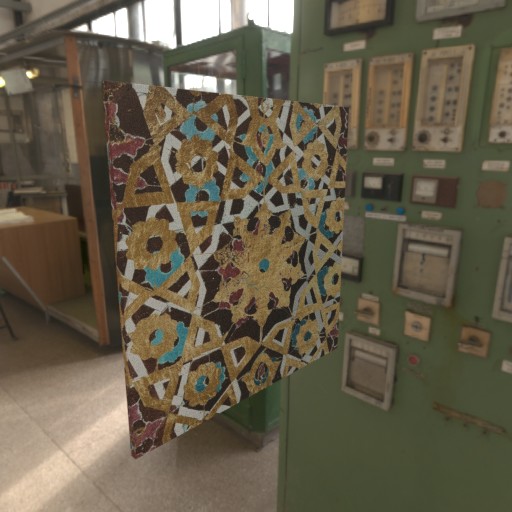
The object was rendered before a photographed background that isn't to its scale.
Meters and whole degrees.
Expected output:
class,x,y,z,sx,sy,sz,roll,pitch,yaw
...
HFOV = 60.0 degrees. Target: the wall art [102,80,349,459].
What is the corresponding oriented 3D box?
class,x,y,z,sx,sy,sz,roll,pitch,yaw
wall art,0.000,0.000,0.601,0.010,0.406,0.404,13,19,43
